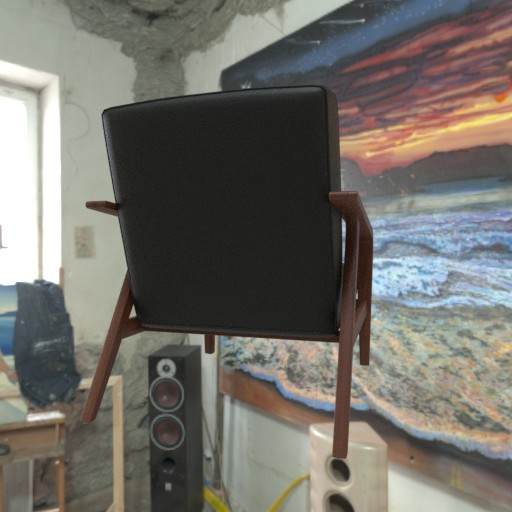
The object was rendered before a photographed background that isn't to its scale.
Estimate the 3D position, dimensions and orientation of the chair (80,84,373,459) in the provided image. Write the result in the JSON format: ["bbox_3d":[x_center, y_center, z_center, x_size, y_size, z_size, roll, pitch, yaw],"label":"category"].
[{"bbox_3d":[0.000,0.000,1.469,0.719,0.861,0.889,0,1,17],"label":"chair"}]
